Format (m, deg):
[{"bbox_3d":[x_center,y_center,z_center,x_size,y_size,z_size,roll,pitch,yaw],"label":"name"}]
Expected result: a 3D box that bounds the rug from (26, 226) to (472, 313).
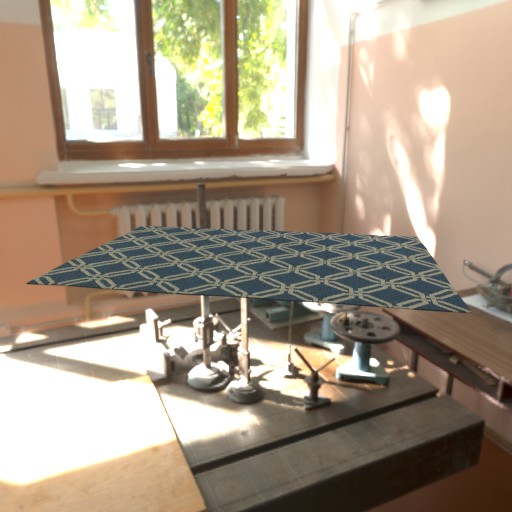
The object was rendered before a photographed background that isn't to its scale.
[{"bbox_3d":[0.000,0.000,2.234,1.755,0.010,1.153,3,16,10],"label":"rug"}]
